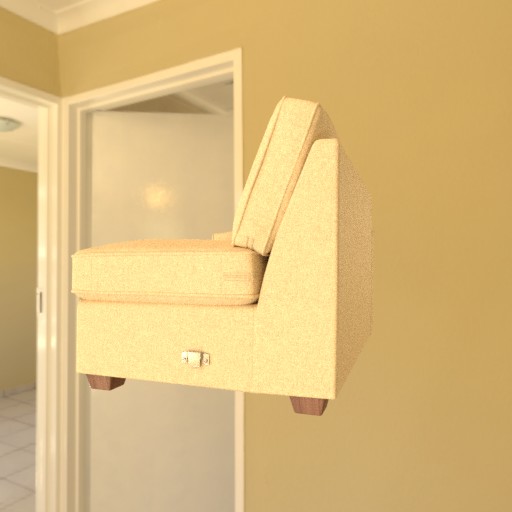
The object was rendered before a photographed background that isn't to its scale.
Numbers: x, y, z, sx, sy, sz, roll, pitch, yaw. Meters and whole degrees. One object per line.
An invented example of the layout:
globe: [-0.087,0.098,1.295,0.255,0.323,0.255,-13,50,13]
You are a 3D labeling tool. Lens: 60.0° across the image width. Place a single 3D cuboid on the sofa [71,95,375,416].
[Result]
sofa: [0.000,0.000,2.090,0.991,0.989,1.388,0,-1,19]
